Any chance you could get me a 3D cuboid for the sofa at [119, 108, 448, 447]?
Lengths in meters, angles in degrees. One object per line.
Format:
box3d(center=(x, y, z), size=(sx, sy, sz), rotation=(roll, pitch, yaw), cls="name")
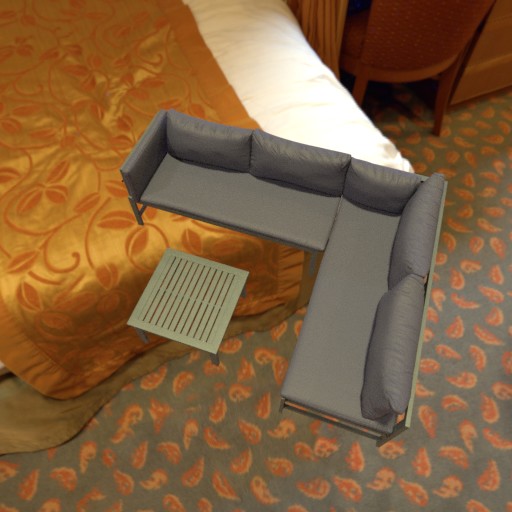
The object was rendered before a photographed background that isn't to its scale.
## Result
box3d(center=(0.000, 0.000, 2.955), size=(2.149, 0.762, 1.658), rotation=(16, 60, 10), cls="sofa")
